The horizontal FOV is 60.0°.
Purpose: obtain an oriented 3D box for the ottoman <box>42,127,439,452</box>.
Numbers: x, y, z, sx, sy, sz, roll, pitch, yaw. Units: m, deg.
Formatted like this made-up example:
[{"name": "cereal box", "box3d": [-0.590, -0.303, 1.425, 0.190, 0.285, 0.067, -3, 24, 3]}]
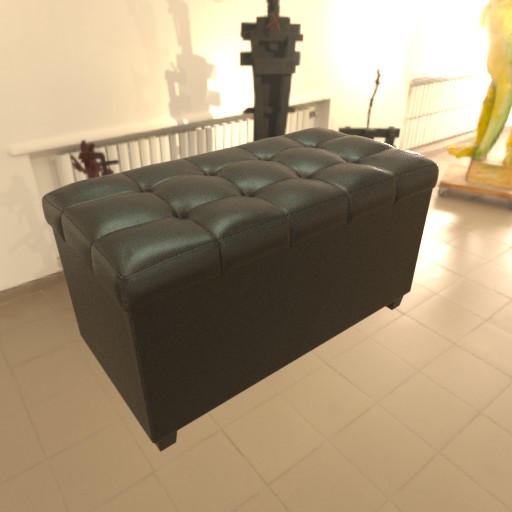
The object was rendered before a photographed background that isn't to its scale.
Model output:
[{"name": "ottoman", "box3d": [0.000, 0.000, 1.112, 0.838, 0.470, 0.432, -22, 37, -32]}]
